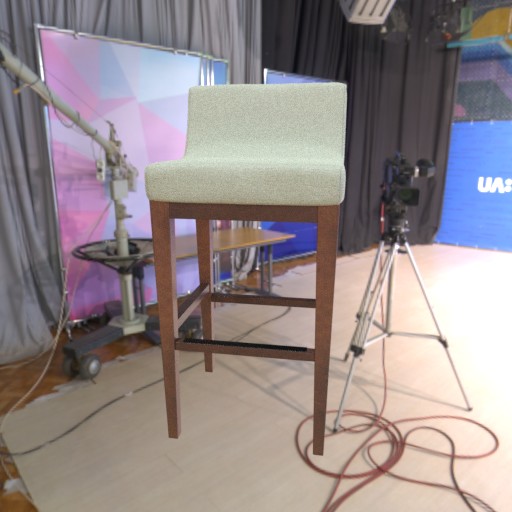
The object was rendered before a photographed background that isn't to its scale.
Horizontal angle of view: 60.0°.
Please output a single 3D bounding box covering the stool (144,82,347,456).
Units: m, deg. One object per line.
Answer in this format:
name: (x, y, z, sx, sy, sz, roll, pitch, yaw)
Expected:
stool: (0.000, 0.000, 1.369, 0.511, 1.037, 0.500, 3, 15, 9)
